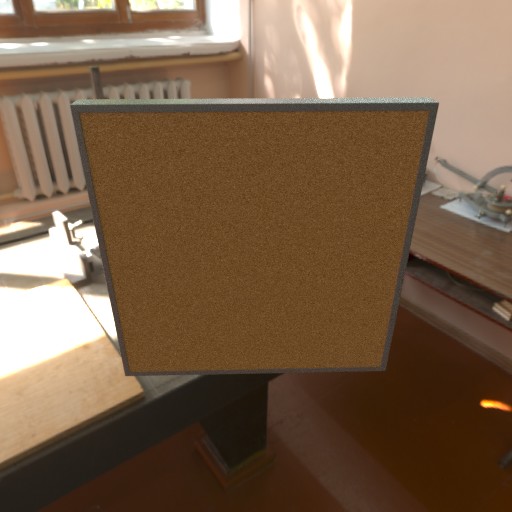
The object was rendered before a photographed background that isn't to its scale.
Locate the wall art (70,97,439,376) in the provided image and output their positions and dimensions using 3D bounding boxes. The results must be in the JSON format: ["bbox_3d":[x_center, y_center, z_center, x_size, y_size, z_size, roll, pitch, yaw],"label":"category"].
[{"bbox_3d":[0.000,0.000,0.517,0.349,0.349,0.028,-1,30,-1],"label":"wall art"}]
